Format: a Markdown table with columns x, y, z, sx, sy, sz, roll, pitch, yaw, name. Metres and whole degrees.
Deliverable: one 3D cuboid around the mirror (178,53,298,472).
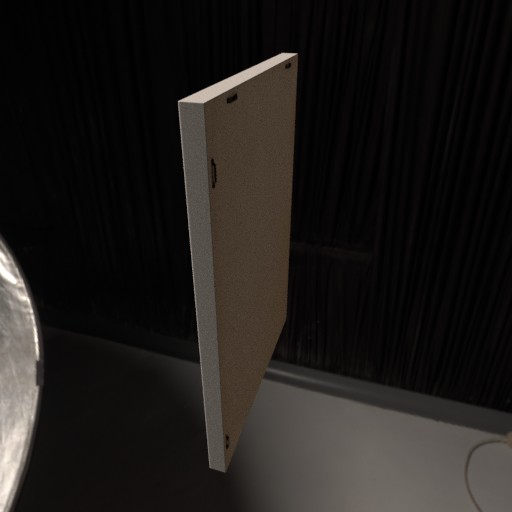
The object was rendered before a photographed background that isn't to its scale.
| x | y | z | sx | sy | sz | roll | pitch | yaw | name |
| --- | --- | --- | --- | --- | --- | --- | --- | --- | --- |
| 0.000 | 0.000 | 0.912 | 0.039 | 0.710 | 0.507 | 9 | 32 | 15 | mirror |
